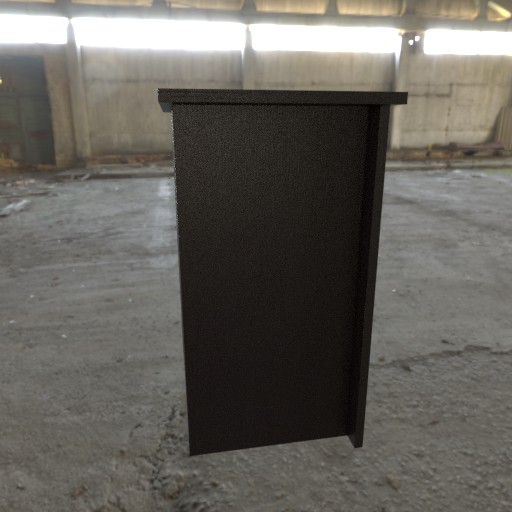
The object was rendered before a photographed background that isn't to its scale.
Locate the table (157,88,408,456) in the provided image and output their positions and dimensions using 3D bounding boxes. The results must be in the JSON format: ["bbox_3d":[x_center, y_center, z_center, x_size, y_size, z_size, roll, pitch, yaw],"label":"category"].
[{"bbox_3d":[0.000,0.000,1.071,0.408,0.711,0.589,-3,17,-10],"label":"table"}]
